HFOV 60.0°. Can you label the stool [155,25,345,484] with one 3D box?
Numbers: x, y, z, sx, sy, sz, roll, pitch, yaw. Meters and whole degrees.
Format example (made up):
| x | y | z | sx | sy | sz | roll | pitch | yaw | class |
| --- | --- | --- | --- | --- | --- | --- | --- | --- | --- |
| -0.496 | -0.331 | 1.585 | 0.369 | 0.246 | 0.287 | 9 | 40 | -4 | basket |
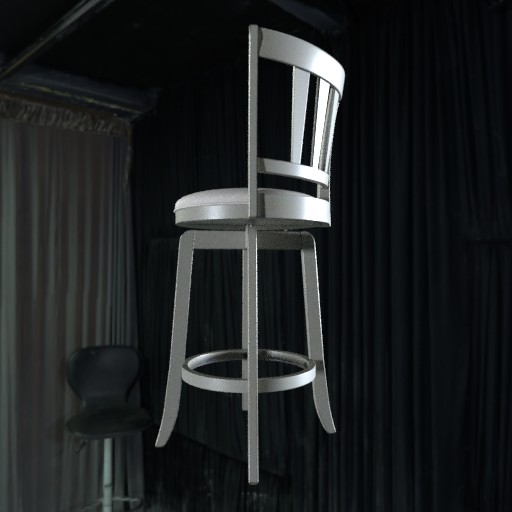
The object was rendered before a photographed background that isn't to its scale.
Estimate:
| x | y | z | sx | sy | sz | roll | pitch | yaw | class |
| --- | --- | --- | --- | --- | --- | --- | --- | --- | --- |
| 0.000 | 0.000 | 1.253 | 0.475 | 1.042 | 0.436 | 0 | -1 | 38 | stool |
